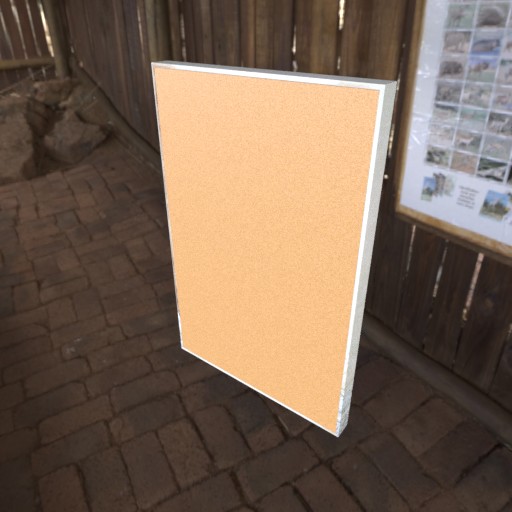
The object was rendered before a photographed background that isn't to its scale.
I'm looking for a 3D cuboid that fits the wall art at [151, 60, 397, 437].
[{"bbox_3d":[0.000,0.000,0.781,0.403,0.607,0.036,20,35,32],"label":"wall art"}]
